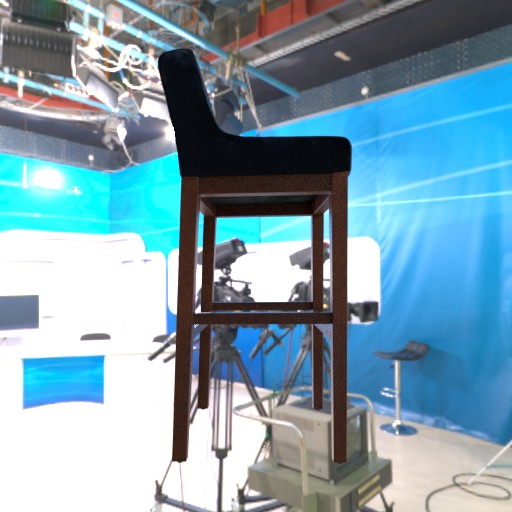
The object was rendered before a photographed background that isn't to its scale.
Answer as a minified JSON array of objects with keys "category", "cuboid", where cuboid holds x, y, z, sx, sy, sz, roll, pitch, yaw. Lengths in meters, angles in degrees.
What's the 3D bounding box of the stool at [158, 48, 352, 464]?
[{"category":"stool","cuboid":[0.000,0.000,1.330,0.500,1.037,0.511,0,-2,1]}]
